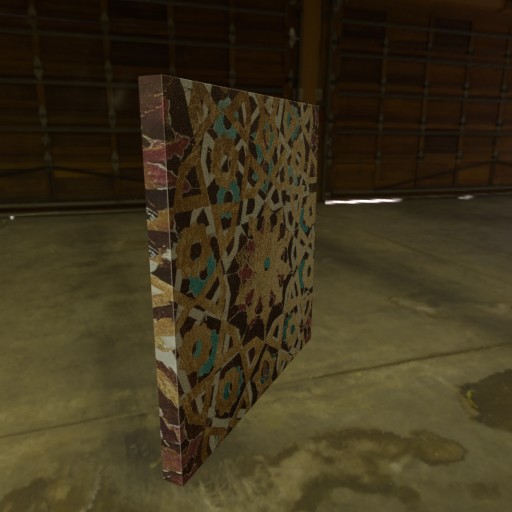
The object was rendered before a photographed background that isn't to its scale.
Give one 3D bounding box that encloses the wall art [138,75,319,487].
[{"bbox_3d":[0.000,0.000,0.900,0.041,0.613,0.609,7,16,25],"label":"wall art"}]
